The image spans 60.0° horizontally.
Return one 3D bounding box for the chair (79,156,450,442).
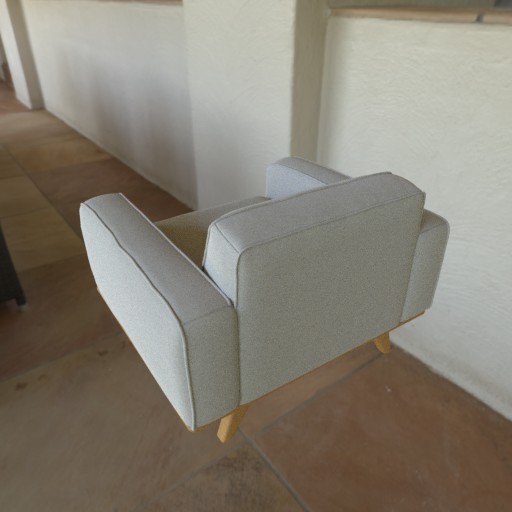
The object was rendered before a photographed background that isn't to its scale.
[{"bbox_3d":[0.000,0.000,1.760,1.115,0.779,0.953,-19,35,-28],"label":"chair"}]
